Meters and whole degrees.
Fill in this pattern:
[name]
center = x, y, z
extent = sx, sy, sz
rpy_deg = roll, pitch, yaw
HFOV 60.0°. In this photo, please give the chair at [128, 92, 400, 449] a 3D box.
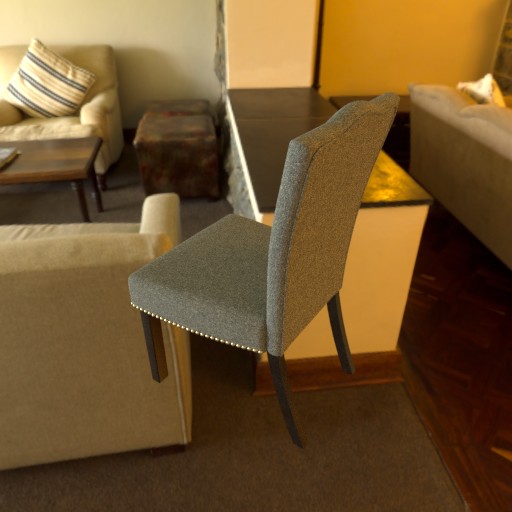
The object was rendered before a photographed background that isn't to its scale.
[chair]
center = 0.000, 0.000, 1.312
extent = 0.589, 0.946, 0.518
rpy_deg = 20, 37, 28
